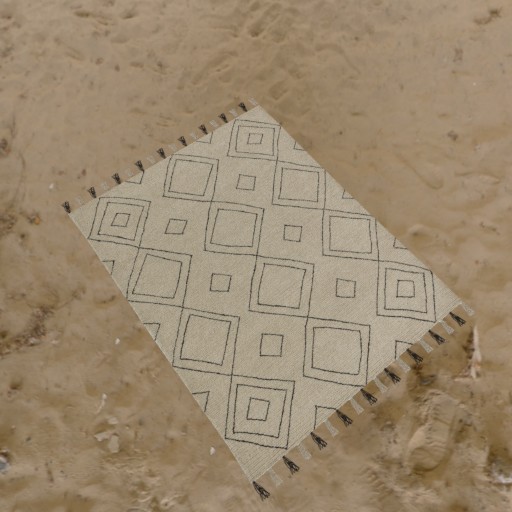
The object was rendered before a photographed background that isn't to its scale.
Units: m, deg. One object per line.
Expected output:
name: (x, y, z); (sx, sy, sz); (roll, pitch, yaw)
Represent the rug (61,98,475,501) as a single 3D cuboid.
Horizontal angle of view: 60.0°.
rug: (0.000, 0.000, 4.094); (2.342, 0.026, 3.221); (-35, 69, -16)
